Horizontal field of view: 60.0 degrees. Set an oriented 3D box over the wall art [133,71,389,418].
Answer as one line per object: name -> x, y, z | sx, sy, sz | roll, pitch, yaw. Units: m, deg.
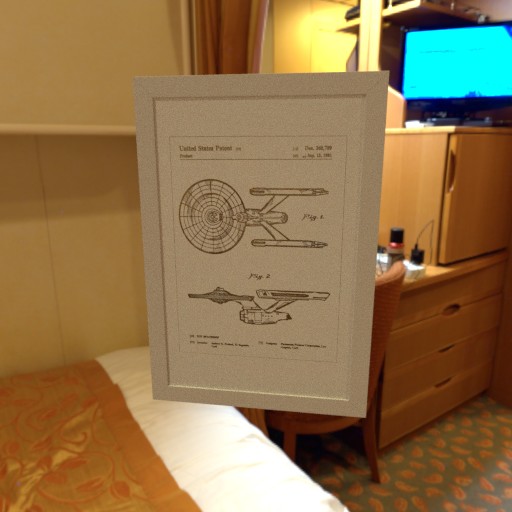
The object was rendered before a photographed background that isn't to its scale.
wall art -> 0.000, 0.000, 0.860 | 0.454, 0.659, 0.011 | 2, 14, 8
